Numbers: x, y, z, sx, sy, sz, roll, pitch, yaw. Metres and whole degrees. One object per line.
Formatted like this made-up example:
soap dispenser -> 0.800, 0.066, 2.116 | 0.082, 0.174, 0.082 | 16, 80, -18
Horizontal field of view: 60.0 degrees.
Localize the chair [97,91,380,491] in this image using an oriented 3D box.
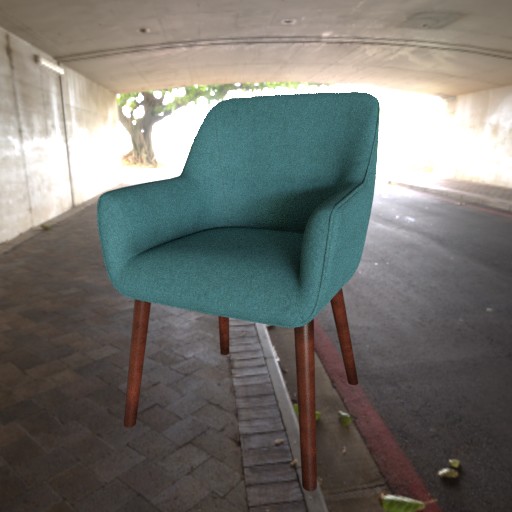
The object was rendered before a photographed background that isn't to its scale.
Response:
chair -> 0.000, 0.000, 1.100 | 0.543, 0.803, 0.519 | 7, 16, 25
